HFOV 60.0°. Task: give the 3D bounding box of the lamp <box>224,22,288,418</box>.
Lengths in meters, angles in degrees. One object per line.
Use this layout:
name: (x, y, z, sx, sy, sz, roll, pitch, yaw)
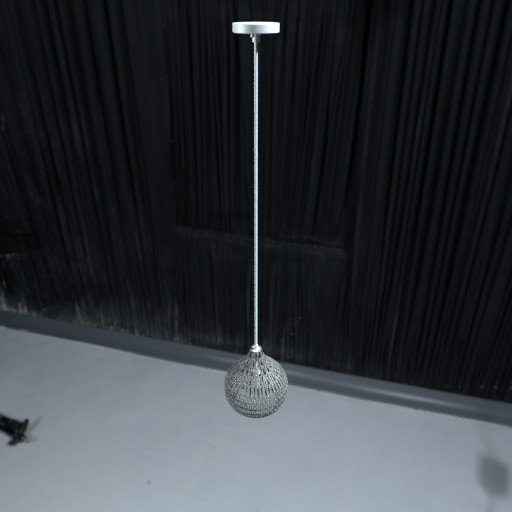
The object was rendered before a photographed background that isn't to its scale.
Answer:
lamp: (0.000, 0.000, 2.060, 0.355, 1.919, 0.355, 8, 31, 13)
